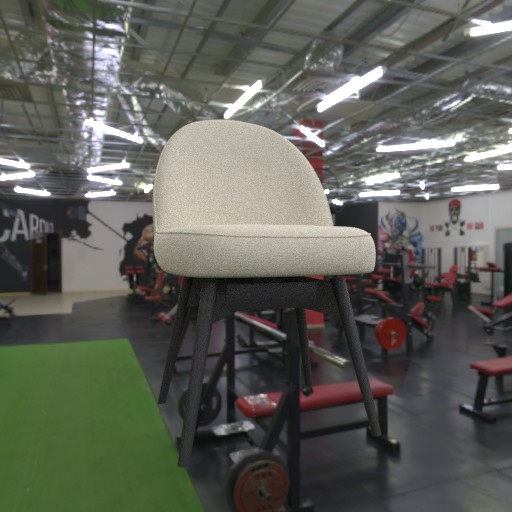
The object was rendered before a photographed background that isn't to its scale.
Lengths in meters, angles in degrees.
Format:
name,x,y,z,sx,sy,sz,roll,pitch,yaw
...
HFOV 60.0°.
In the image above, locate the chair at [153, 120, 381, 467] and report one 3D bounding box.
name,x,y,z,sx,sy,sz,roll,pitch,yaw
chair,0.000,0.000,1.166,0.532,0.838,0.540,-1,2,-19
